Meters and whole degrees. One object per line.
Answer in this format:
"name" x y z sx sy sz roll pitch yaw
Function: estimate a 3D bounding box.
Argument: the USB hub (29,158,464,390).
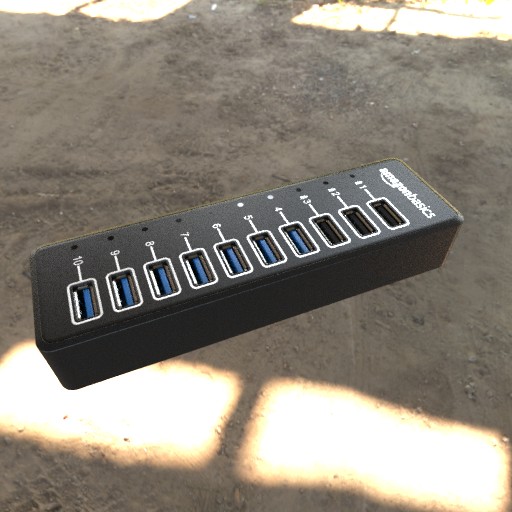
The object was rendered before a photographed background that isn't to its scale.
"USB hub" 0.000 0.000 0.159 0.145 0.023 0.044 -16 48 -15
